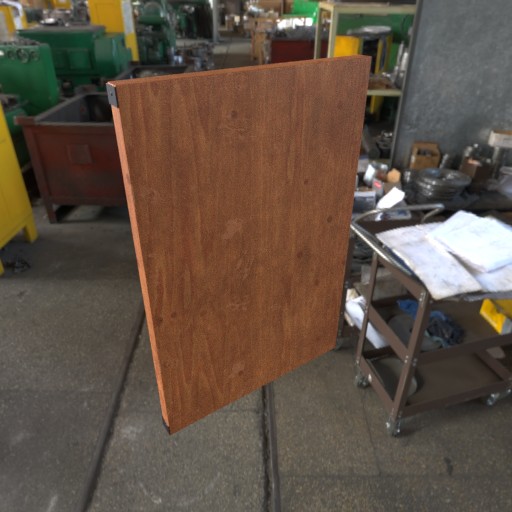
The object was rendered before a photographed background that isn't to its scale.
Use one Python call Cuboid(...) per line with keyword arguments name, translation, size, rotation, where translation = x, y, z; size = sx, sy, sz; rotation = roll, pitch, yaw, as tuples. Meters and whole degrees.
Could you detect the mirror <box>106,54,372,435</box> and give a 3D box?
Cuboid(name="mirror", translation=(0.000, 0.000, 0.958), size=(0.517, 0.761, 0.053), rotation=(-20, 37, -29))
